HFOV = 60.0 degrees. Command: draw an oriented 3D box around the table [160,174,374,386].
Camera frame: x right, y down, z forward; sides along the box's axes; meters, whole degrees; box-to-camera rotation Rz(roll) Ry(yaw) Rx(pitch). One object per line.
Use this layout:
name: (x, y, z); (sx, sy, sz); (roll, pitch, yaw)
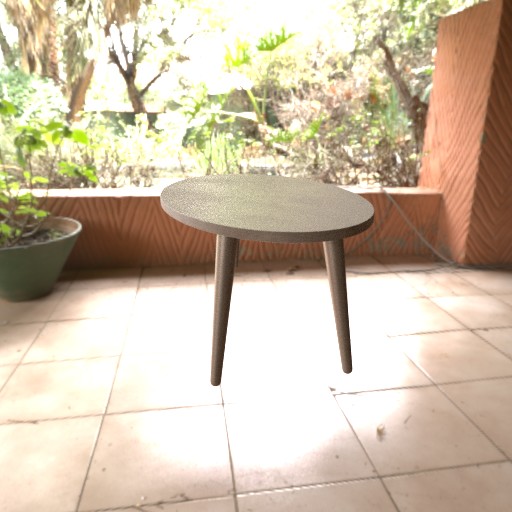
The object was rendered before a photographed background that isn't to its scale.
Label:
table: (0.000, 0.000, 1.335); (0.542, 0.390, 1.083); (-3, 16, -9)
